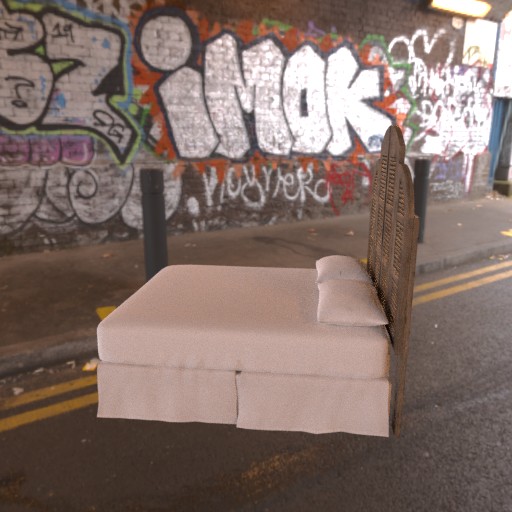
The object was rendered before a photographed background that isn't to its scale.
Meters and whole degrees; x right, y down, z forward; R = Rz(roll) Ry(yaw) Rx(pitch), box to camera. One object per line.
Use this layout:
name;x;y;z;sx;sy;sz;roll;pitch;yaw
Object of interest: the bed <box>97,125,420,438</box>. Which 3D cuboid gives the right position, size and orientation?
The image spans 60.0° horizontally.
bed;0.000;0.000;3.579;2.138;2.019;1.713;2;15;7
